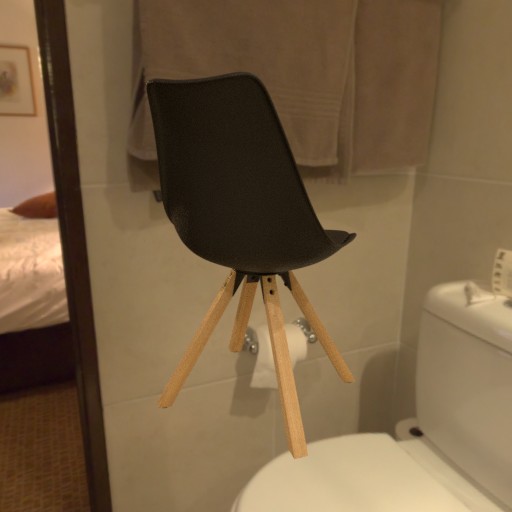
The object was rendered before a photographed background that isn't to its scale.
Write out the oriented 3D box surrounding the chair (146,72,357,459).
[{"bbox_3d":[0.000,0.000,1.189,0.485,0.850,0.549,8,17,28],"label":"chair"}]
